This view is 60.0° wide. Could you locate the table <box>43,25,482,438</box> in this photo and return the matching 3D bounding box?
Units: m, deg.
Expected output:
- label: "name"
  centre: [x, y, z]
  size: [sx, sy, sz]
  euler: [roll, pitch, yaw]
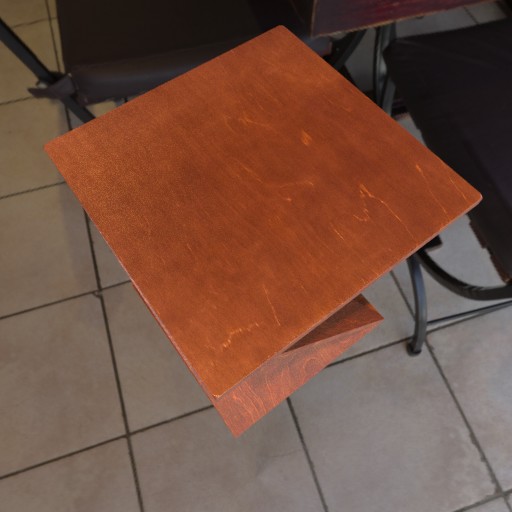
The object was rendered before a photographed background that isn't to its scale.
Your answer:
- label: "table"
  centre: [0.000, 0.000, 0.832]
  size: [0.427, 0.520, 0.427]
  euler: [-34, 68, -16]
